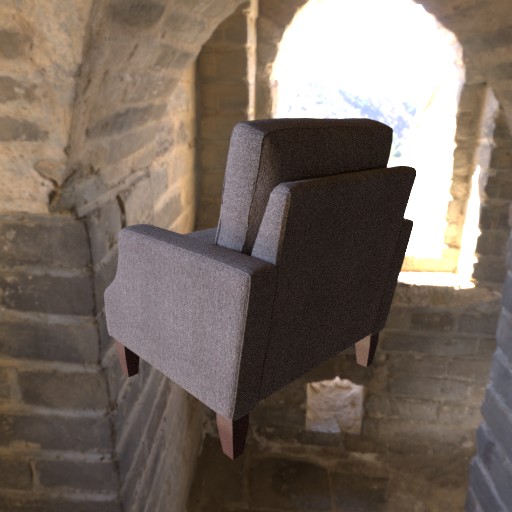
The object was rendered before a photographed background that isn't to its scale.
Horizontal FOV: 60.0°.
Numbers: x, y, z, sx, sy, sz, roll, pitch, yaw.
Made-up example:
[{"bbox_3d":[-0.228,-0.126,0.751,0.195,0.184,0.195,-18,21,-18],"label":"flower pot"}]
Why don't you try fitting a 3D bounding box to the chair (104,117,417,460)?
[{"bbox_3d":[0.000,0.000,1.664,0.855,0.993,0.897,-16,24,-42],"label":"chair"}]
